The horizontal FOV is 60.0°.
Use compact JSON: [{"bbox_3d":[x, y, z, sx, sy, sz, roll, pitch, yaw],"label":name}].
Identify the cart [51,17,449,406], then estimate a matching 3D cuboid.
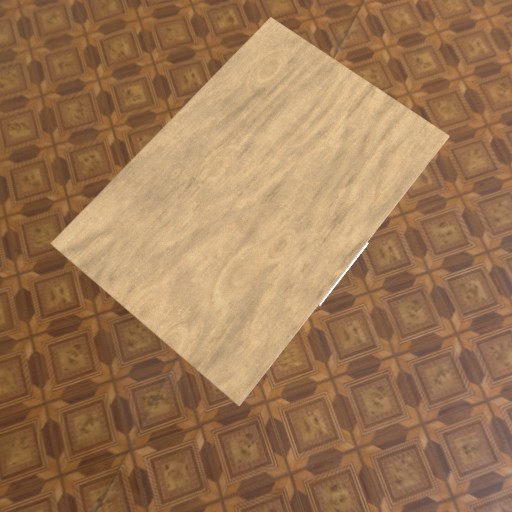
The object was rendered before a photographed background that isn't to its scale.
[{"bbox_3d":[0.000,0.000,1.148,0.403,0.839,0.584,38,78,9],"label":"cart"}]
